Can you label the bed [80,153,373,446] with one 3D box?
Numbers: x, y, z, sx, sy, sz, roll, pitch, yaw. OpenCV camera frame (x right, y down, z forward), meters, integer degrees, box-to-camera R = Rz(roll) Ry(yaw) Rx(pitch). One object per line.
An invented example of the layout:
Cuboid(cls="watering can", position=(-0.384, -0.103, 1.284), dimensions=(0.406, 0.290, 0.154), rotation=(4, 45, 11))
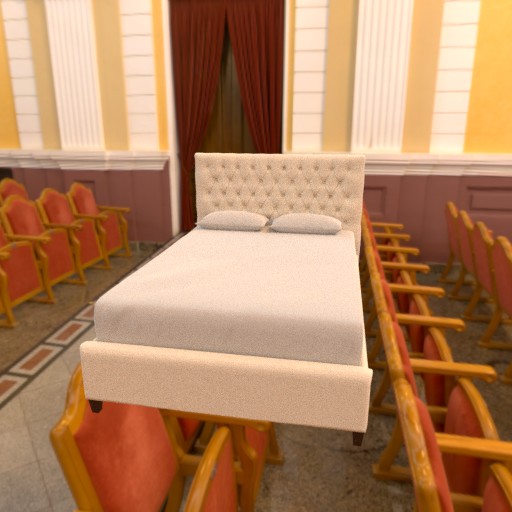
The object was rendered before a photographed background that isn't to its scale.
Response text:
Cuboid(cls="bed", position=(0.000, 0.000, 3.484), dimensions=(1.698, 1.427, 2.387), rotation=(3, 17, 10))
